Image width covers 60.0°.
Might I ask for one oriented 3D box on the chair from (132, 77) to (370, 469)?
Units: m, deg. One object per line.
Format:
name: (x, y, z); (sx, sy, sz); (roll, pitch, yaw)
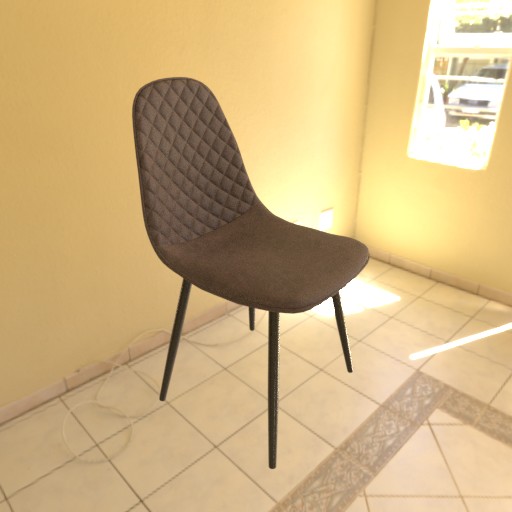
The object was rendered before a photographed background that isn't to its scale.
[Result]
chair: (0.000, 0.000, 1.213); (0.561, 0.889, 0.472); (17, 31, 32)
